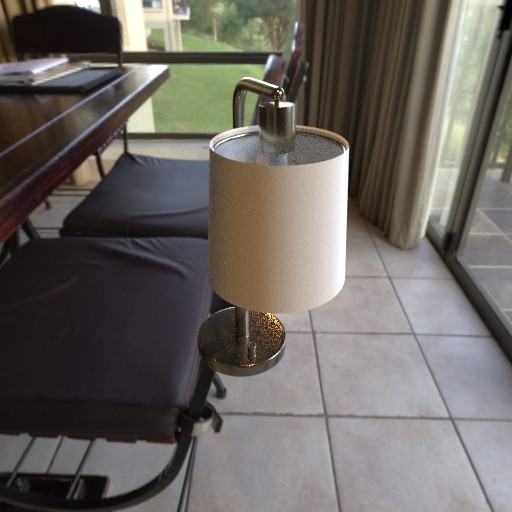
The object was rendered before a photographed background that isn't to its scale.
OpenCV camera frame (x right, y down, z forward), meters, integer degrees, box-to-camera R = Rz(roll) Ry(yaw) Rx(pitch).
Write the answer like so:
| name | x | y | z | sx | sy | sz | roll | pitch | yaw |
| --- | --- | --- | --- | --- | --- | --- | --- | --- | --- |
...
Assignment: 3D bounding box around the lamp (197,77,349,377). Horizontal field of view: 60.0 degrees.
| name | x | y | z | sx | sy | sz | roll | pitch | yaw |
| --- | --- | --- | --- | --- | --- | --- | --- | --- | --- |
| lamp | 0.000 | 0.000 | 0.638 | 0.171 | 0.489 | 0.333 | -10 | 33 | -15 |
